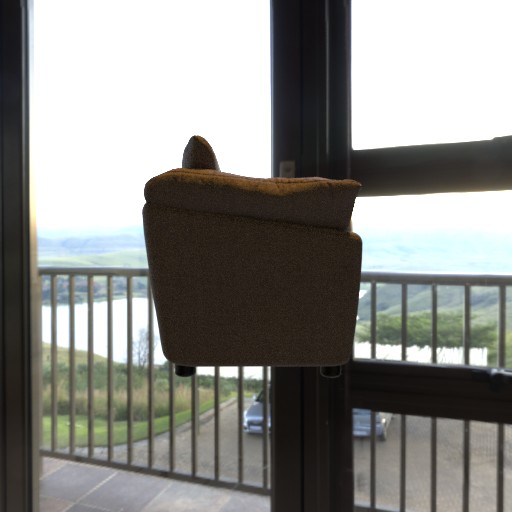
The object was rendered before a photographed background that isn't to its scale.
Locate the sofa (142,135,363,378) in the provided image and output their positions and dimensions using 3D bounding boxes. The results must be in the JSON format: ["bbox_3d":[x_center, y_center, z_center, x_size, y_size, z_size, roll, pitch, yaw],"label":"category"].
[{"bbox_3d":[0.000,0.000,2.832,0.878,0.996,2.334,0,0,1],"label":"sofa"}]
